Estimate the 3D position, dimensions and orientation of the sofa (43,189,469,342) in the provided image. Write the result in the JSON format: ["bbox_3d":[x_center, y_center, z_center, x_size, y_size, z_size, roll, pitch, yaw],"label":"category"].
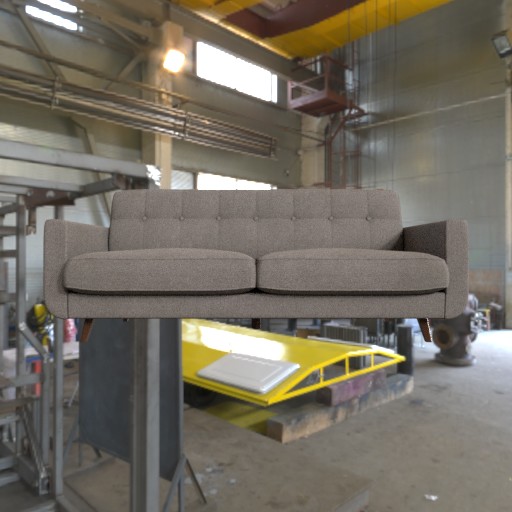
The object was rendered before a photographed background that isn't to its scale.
[{"bbox_3d":[0.000,0.000,2.499,2.029,0.841,0.909,0,0,0],"label":"sofa"}]
